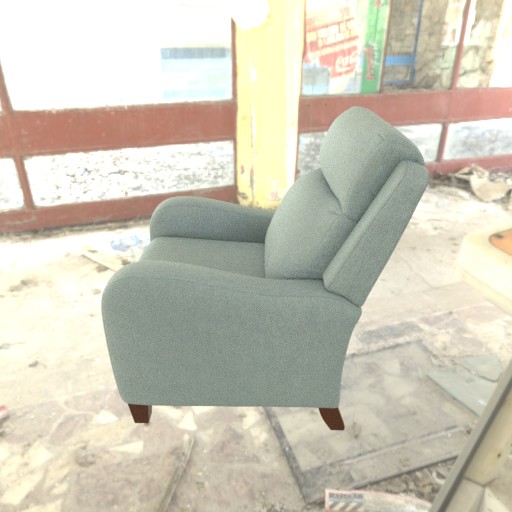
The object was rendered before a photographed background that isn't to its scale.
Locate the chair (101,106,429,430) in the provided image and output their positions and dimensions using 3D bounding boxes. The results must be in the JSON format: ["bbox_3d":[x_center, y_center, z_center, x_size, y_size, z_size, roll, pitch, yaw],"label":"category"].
[{"bbox_3d":[0.000,0.000,1.726,0.988,1.067,0.785,1,26,1],"label":"chair"}]
